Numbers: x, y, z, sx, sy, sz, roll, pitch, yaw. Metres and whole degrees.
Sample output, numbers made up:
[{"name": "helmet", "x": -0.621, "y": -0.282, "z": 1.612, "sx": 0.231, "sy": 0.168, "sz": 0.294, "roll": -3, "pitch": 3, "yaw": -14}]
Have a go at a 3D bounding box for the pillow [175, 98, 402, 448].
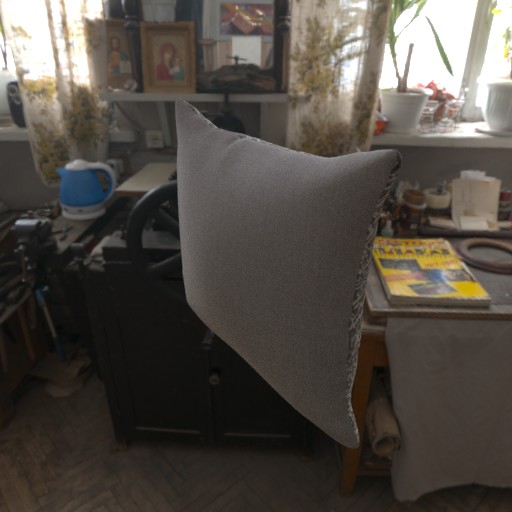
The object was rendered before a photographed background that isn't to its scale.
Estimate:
[{"name": "pillow", "x": 0.000, "y": 0.000, "z": 0.799, "sx": 0.180, "sy": 0.487, "sz": 0.546, "roll": -18, "pitch": 32, "yaw": -32}]
